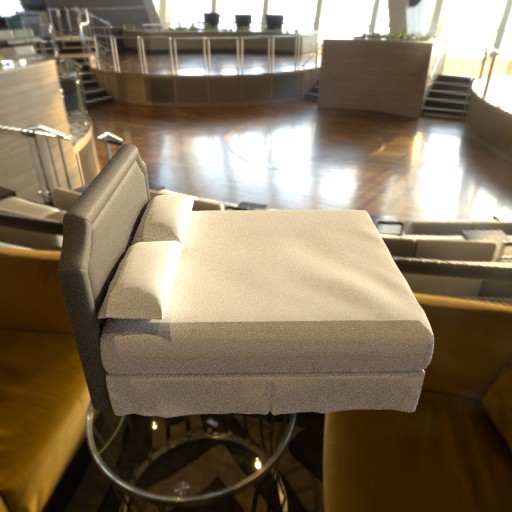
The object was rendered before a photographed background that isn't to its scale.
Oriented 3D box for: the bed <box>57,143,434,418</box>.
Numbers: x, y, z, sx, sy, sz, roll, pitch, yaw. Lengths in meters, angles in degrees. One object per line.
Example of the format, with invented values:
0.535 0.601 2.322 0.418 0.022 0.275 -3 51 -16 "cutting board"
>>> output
0.000 0.000 3.918 2.536 1.561 2.194 0 31 -1 "bed"
